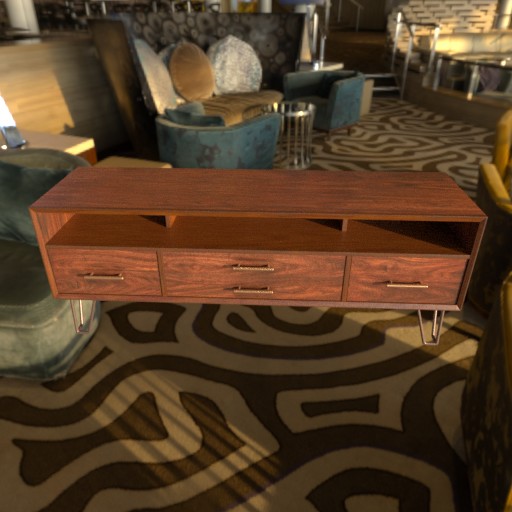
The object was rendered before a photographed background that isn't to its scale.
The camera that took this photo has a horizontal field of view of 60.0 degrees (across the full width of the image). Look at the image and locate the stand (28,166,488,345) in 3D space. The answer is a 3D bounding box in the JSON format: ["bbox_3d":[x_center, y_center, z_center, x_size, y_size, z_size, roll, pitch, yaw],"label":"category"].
[{"bbox_3d":[0.000,0.000,1.908,1.626,0.610,0.481,1,30,2],"label":"stand"}]
